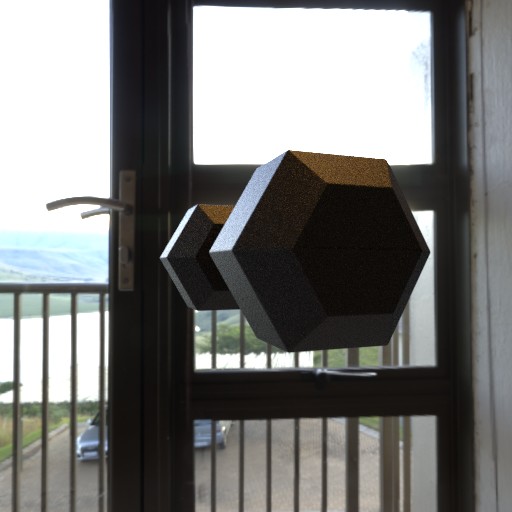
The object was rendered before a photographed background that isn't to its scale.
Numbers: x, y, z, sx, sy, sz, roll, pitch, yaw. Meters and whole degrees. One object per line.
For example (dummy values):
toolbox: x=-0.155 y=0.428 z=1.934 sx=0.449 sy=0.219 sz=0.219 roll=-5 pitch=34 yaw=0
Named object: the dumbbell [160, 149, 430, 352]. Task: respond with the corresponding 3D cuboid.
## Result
dumbbell: x=0.000 y=0.000 z=0.320 sx=0.106 sy=0.092 sz=0.272 roll=0 pitch=-1 yaw=-20
